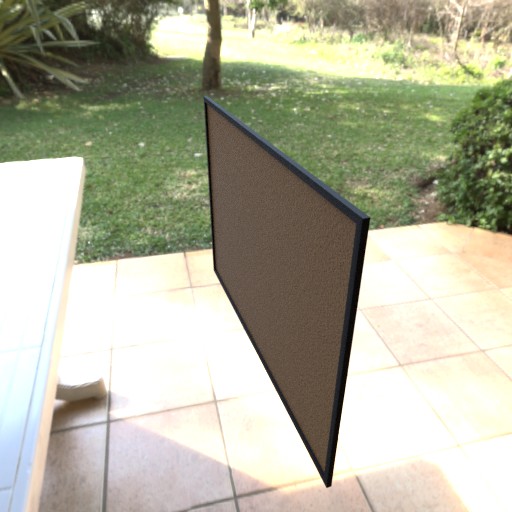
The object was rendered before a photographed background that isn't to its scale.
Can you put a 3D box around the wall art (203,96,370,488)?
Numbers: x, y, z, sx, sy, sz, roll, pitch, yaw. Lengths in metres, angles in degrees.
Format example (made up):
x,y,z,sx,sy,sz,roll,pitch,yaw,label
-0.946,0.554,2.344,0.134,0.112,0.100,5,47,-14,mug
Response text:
x,y,z,sx,sy,sz,roll,pitch,yaw,label
0.000,0.000,1.211,0.013,0.665,0.963,-10,32,-17,wall art
